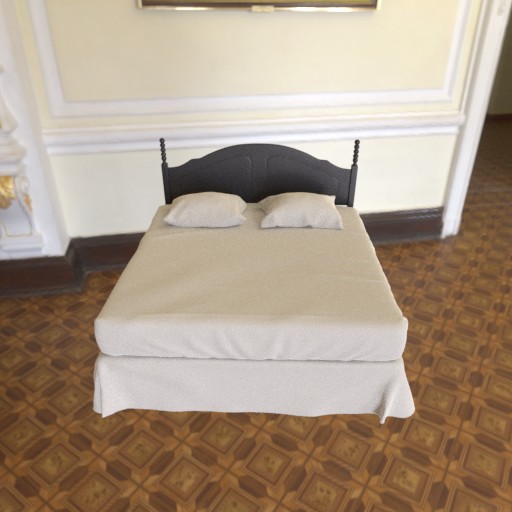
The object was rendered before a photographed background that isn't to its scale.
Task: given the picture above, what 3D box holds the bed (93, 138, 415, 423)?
[{"bbox_3d":[0.000,0.000,3.607,2.322,1.355,2.219,1,29,2],"label":"bed"}]
